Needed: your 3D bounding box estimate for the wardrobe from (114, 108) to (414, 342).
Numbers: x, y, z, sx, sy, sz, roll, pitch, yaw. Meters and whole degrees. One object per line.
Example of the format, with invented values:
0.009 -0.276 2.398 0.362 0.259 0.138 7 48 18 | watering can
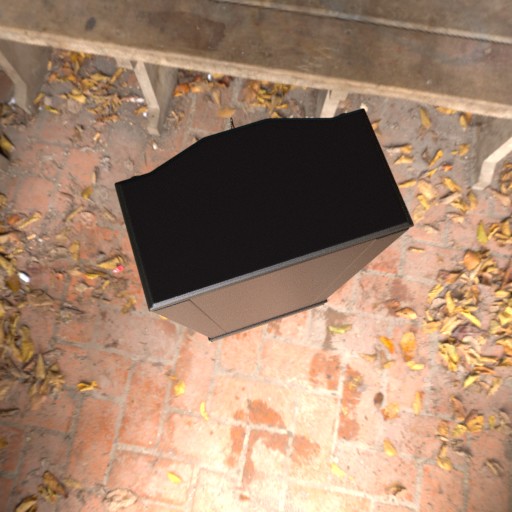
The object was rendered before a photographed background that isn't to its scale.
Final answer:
0.000 0.000 1.191 0.444 1.011 0.295 -18 78 -4 | wardrobe
